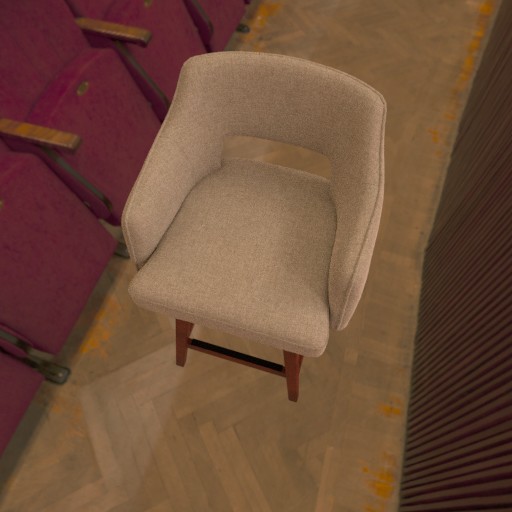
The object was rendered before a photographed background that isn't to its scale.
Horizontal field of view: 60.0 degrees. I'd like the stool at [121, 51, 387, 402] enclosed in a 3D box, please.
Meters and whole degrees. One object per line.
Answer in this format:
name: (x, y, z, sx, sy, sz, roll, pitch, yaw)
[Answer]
stool: (0.000, 0.000, 1.293, 0.599, 0.944, 0.558, 15, 60, 9)
